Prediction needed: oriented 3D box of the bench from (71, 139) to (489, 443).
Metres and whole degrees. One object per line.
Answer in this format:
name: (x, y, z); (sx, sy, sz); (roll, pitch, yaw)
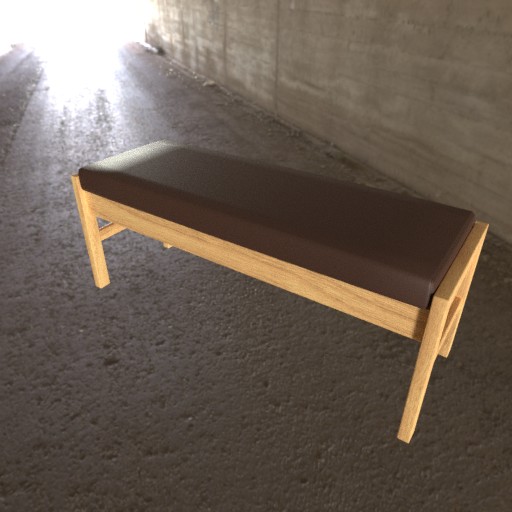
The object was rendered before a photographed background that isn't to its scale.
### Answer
bench: (0.000, 0.000, 1.412); (1.200, 0.480, 0.405); (20, 37, 29)
